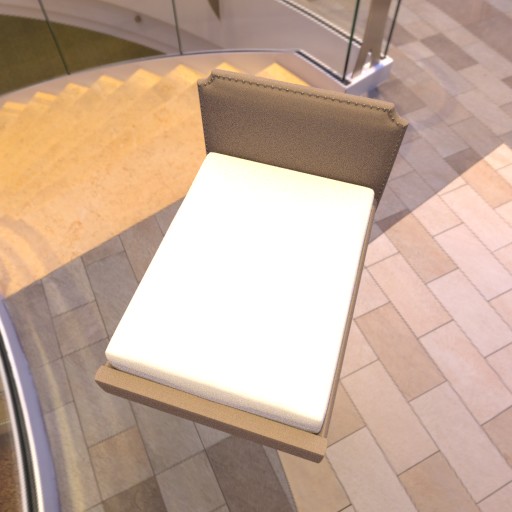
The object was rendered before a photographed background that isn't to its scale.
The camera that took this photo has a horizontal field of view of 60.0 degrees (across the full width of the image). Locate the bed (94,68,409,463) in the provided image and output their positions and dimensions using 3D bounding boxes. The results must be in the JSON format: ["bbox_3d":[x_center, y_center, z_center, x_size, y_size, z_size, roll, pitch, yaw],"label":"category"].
[{"bbox_3d":[0.000,0.000,3.397,1.713,1.443,2.372,15,58,9],"label":"bed"}]
